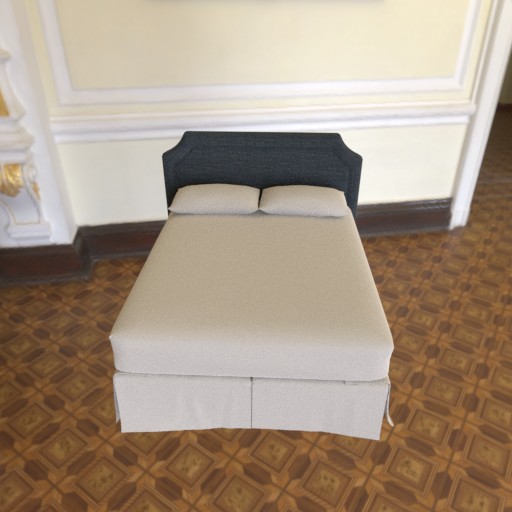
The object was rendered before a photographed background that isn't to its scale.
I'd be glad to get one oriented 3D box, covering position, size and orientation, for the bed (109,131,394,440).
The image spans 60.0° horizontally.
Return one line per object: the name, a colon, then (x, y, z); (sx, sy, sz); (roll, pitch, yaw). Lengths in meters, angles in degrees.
bed: (0.000, 0.000, 3.331); (1.828, 1.297, 2.208); (1, 31, 2)
